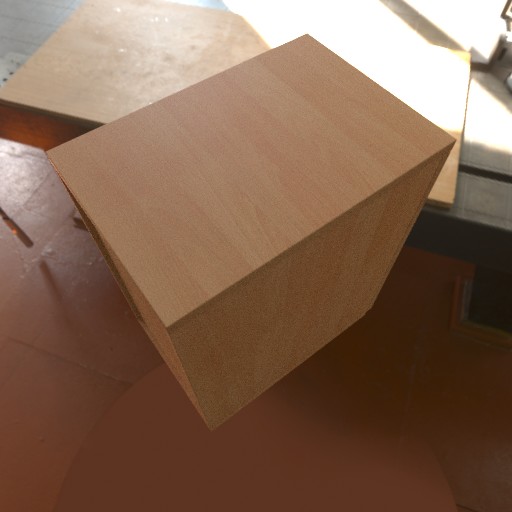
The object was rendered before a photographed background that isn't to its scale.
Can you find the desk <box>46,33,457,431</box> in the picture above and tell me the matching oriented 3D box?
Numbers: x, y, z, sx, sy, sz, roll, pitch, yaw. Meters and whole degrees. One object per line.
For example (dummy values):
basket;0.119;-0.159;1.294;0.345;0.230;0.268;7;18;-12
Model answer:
desk;0.000;0.000;1.078;0.600;0.730;0.404;-32;63;-19
